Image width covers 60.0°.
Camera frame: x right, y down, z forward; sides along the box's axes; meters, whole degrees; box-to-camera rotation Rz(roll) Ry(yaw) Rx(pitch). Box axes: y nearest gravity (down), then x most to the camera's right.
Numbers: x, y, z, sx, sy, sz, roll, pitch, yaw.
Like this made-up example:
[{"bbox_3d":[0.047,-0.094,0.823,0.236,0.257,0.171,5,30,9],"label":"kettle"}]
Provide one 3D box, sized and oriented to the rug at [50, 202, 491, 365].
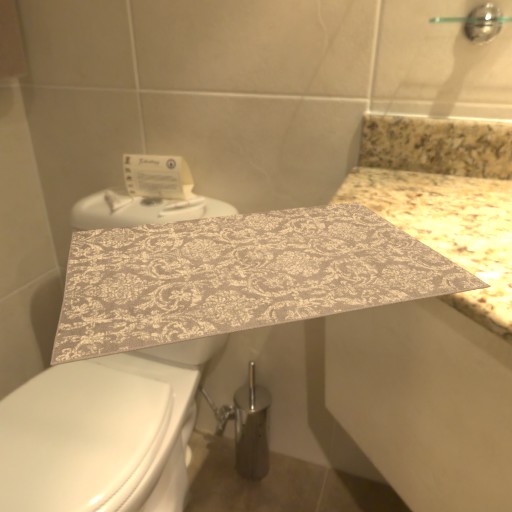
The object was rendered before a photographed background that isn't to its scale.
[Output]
[{"bbox_3d":[0.000,0.000,3.399,2.746,0.018,1.819,-8,27,-15],"label":"rug"}]
